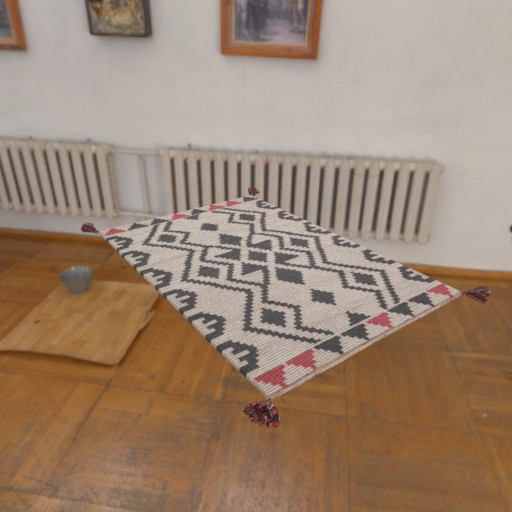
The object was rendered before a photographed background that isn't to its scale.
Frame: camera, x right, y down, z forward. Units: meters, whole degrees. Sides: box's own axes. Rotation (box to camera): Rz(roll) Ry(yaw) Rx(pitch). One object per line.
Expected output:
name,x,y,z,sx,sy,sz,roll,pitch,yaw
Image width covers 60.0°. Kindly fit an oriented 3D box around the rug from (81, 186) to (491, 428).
rug,0.000,0.000,2.551,1.444,0.067,2.069,-18,32,-32
